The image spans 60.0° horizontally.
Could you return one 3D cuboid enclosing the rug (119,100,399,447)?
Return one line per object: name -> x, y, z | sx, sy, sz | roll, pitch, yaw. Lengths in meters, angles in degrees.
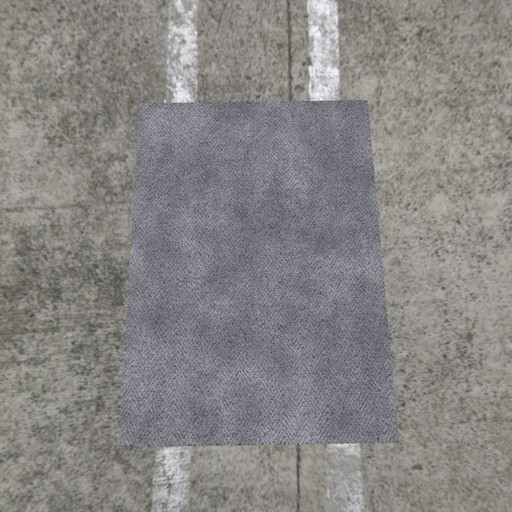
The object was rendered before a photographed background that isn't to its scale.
rug -> 0.000, 0.000, 2.819 | 1.600, 0.008, 2.235 | -1, 75, 0
